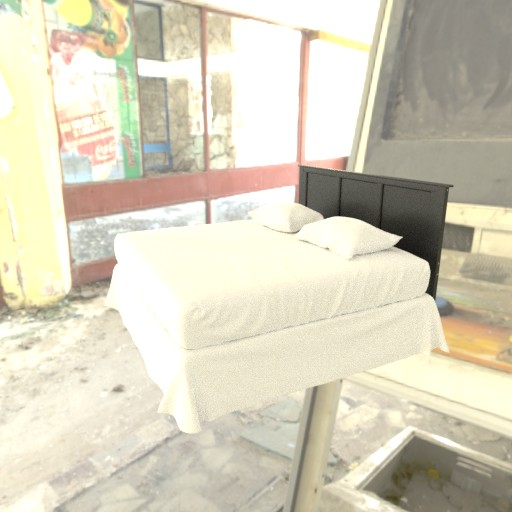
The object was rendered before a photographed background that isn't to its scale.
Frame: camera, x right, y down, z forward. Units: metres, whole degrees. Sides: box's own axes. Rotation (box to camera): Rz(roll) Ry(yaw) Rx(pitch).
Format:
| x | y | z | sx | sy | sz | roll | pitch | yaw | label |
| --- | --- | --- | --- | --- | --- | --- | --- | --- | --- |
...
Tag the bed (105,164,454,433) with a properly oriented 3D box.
| x | y | z | sx | sy | sz | roll | pitch | yaw | label |
| --- | --- | --- | --- | --- | --- | --- | --- | --- | --- |
| 0.000 | 0.000 | 3.705 | 2.219 | 1.271 | 2.315 | -8 | 18 | -26 | bed |
